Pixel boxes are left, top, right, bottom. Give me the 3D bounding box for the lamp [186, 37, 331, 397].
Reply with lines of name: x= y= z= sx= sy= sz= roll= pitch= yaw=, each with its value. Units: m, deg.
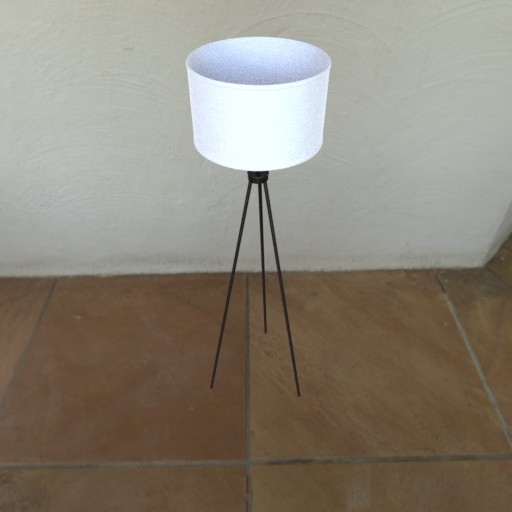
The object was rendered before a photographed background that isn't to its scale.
lamp: x=0.000 y=0.000 z=1.785 sx=0.448 sy=1.545 sz=0.458 roll=1 pitch=42 yaw=2
